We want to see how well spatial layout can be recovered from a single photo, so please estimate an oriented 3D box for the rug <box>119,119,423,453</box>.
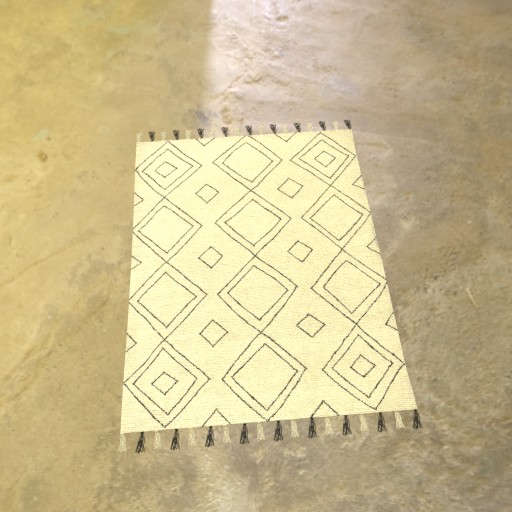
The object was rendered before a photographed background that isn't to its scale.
[{"bbox_3d":[0.000,0.000,4.136,2.342,0.026,3.221,-4,63,-2],"label":"rug"}]
